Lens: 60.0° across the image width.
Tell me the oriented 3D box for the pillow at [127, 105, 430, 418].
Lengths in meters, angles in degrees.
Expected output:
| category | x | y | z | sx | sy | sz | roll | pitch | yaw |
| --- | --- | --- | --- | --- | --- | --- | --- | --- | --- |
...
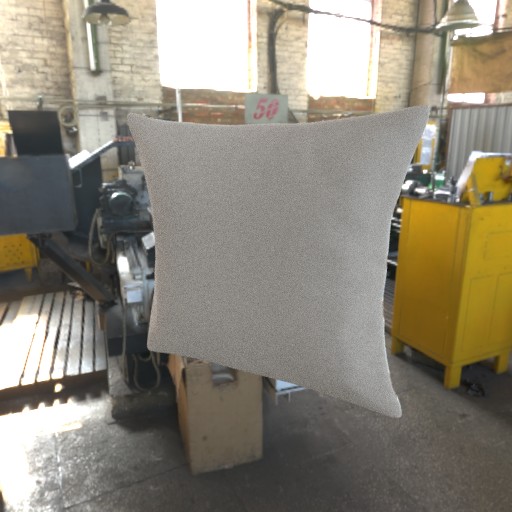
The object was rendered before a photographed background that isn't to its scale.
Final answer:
| category | x | y | z | sx | sy | sz | roll | pitch | yaw |
| --- | --- | --- | --- | --- | --- | --- | --- | --- | --- |
| pillow | 0.000 | 0.000 | 0.808 | 0.552 | 0.508 | 0.166 | 8 | 17 | 26 |
